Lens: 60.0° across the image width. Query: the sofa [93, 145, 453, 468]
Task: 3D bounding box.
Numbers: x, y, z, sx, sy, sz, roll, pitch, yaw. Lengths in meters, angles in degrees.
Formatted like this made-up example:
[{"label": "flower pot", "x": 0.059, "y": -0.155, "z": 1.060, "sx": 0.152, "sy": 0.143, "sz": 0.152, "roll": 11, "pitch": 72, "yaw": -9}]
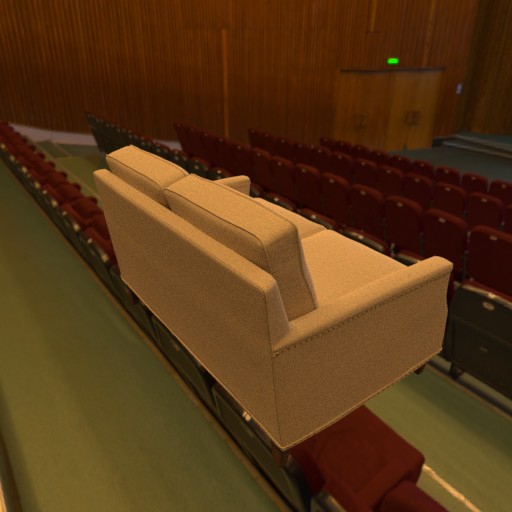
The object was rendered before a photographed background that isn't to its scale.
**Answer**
[{"label": "sofa", "x": 0.000, "y": 0.000, "z": 2.257, "sx": 1.084, "sy": 1.003, "sz": 1.597, "roll": -19, "pitch": 32, "yaw": -32}]
